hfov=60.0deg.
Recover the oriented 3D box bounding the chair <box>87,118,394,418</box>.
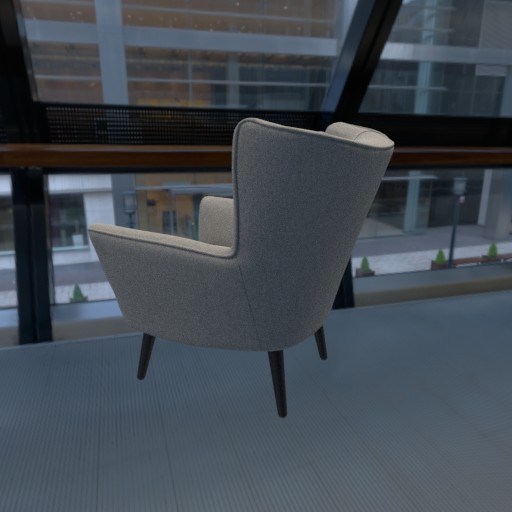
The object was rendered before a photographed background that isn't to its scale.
[{"bbox_3d":[0.000,0.000,1.600,0.888,0.933,0.781,8,18,26],"label":"chair"}]
